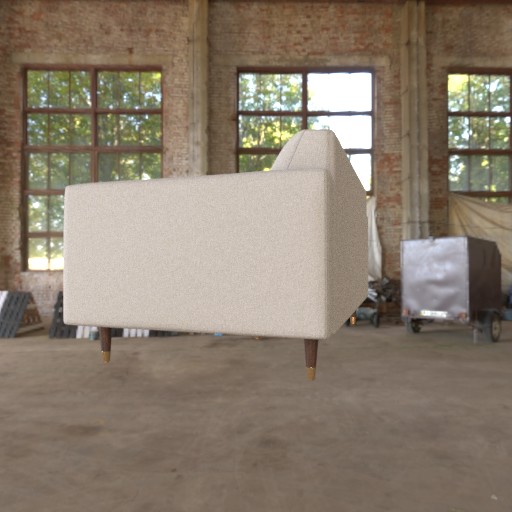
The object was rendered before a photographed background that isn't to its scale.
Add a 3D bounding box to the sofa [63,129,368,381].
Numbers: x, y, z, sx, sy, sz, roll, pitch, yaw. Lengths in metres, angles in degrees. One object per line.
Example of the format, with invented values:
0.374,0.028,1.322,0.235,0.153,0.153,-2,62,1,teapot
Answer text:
0.000,0.000,2.142,0.950,0.801,1.585,0,0,18,sofa
